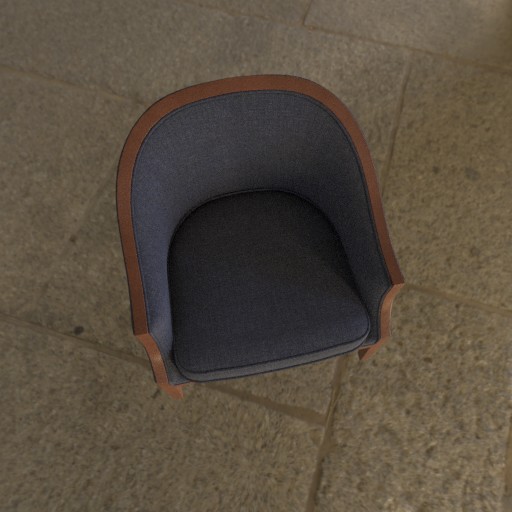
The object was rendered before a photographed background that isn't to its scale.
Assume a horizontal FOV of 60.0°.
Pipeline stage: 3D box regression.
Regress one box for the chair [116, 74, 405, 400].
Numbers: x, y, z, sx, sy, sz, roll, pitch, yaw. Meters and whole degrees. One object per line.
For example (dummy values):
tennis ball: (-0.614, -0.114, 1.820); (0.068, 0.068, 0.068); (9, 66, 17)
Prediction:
chair: (0.000, 0.000, 1.490); (0.803, 0.876, 0.735); (-10, 65, -5)
